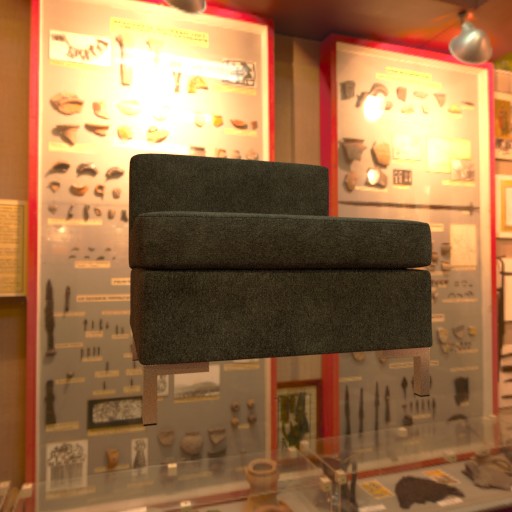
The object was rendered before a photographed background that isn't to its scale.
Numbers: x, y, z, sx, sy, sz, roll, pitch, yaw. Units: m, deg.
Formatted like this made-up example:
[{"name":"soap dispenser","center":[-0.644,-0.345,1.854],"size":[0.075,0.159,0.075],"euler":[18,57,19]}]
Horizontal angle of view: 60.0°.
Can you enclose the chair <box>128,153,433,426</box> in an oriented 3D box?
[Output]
[{"name":"chair","center":[0.000,0.000,1.229],"size":[0.680,0.660,0.680],"euler":[0,-1,-17]}]
